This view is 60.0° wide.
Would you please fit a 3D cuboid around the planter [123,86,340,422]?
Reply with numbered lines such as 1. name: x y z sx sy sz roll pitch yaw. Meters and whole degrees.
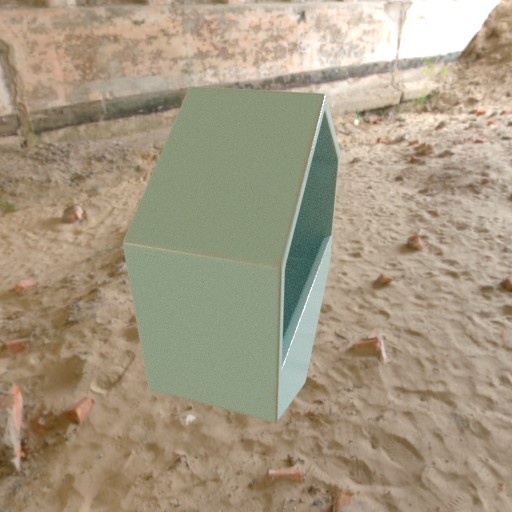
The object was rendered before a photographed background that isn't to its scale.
1. planter: 0.000 0.000 0.290 0.078 0.207 0.169 9 32 15
